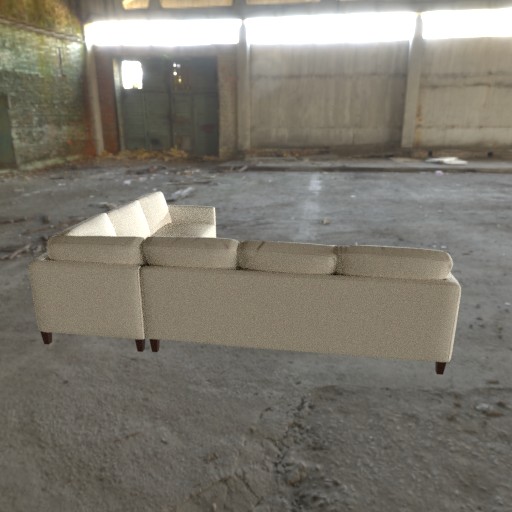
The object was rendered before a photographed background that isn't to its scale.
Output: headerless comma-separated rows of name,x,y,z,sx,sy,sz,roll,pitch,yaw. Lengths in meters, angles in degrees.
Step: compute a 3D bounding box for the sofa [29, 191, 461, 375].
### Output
sofa,0.000,0.000,4.530,3.302,0.947,2.593,3,17,8
